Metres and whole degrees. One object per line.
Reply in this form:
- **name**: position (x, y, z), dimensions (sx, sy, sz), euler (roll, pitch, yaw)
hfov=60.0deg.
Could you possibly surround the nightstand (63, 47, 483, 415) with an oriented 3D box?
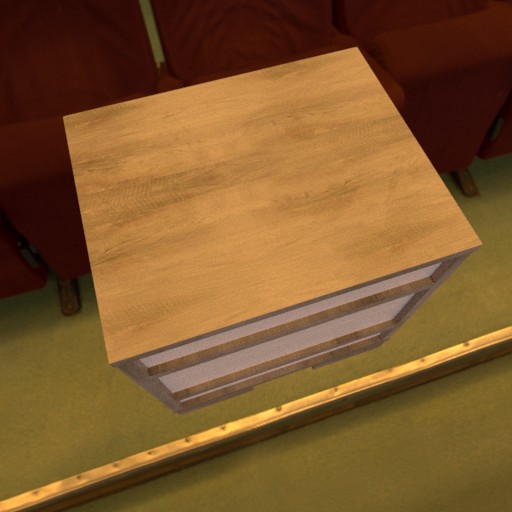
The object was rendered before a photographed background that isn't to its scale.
- **nightstand**: position (0.000, 0.000, 0.746), dimensions (0.427, 0.448, 0.347), euler (-17, 65, -8)
